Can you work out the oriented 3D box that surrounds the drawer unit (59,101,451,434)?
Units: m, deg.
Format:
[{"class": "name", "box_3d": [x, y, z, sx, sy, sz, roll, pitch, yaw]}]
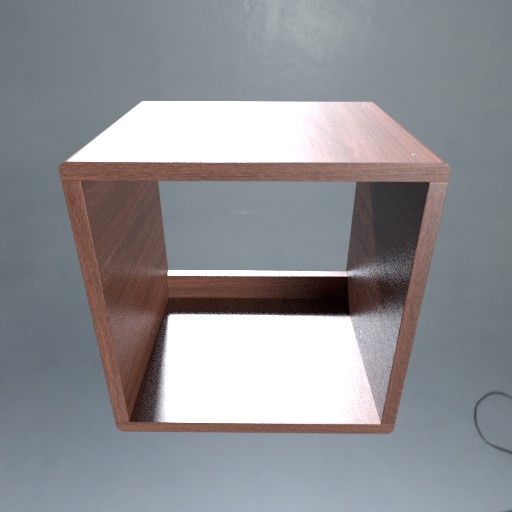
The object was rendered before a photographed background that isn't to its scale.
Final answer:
[{"class": "drawer unit", "box_3d": [0.000, 0.000, 0.602, 0.349, 0.351, 0.290, 0, 29, 1]}]
